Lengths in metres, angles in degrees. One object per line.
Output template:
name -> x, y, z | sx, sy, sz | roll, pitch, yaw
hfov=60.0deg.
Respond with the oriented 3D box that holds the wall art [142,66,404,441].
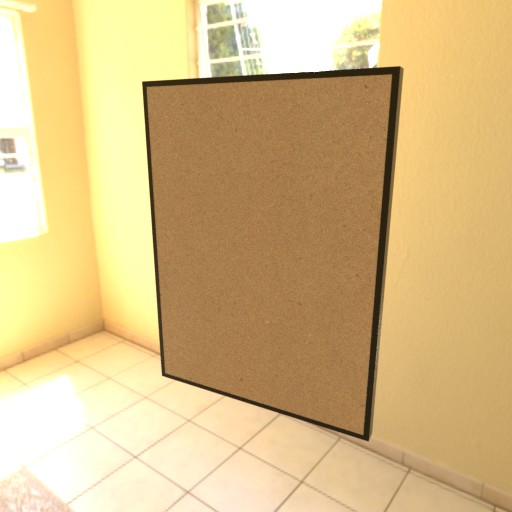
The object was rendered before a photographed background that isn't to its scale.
wall art -> 0.000, 0.000, 1.380 | 0.788, 1.046, 0.043 | 8, 18, 27
